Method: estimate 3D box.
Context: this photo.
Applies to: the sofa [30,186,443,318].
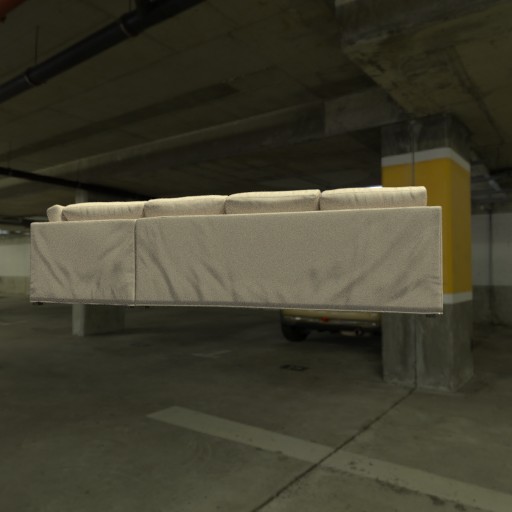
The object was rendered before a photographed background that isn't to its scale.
[{"bbox_3d":[0.000,0.000,4.322,3.182,0.871,2.432,-1,-2,18],"label":"sofa"}]
